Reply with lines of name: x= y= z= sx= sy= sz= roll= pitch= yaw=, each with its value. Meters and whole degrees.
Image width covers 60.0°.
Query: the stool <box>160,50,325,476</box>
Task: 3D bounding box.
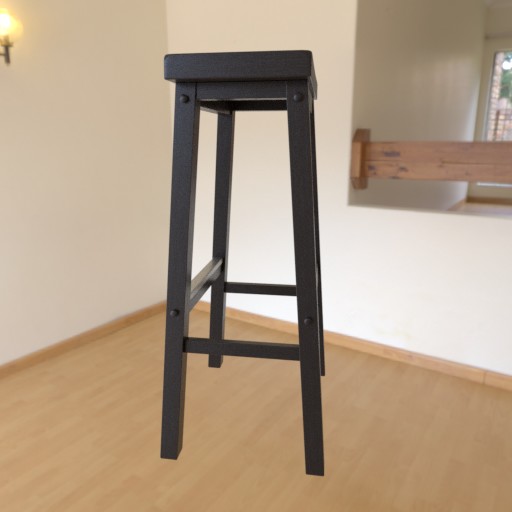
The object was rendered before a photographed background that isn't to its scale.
stool: x=0.000 y=0.000 z=0.957 sx=0.322 sy=0.742 sz=0.406 roll=2 pitch=15 yaw=9
